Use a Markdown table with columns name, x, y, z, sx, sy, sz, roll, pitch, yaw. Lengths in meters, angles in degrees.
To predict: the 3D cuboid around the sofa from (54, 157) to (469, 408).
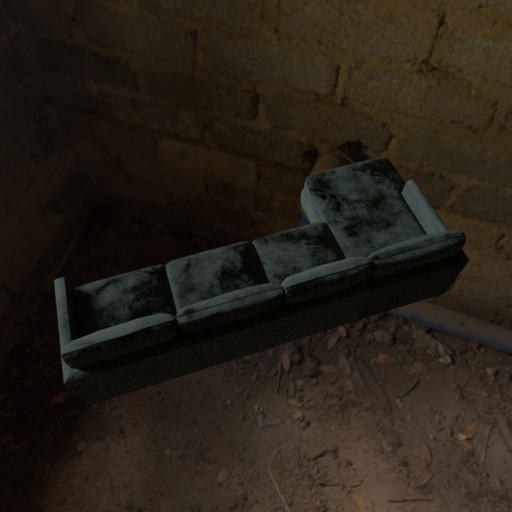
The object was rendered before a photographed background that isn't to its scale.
| name | x | y | z | sx | sy | sz | roll | pitch | yaw |
| --- | --- | --- | --- | --- | --- | --- | --- | --- | --- |
| sofa | 0.000 | 0.000 | 4.037 | 3.400 | 0.967 | 1.500 | -15 | 58 | -10 |
